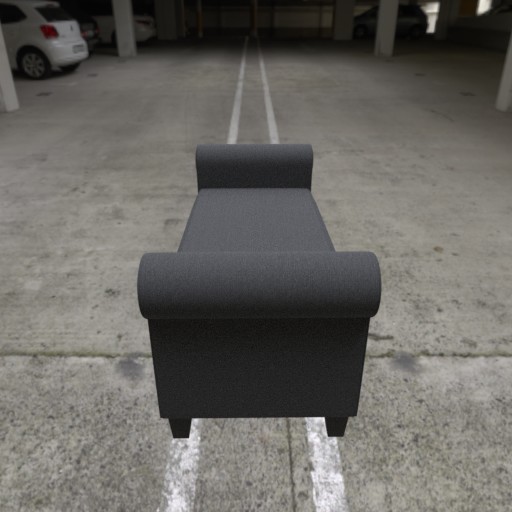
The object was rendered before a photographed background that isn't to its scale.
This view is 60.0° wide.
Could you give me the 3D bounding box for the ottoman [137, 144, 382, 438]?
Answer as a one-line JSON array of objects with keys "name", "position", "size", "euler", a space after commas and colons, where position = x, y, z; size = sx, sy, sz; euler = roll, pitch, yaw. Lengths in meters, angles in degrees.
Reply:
[{"name": "ottoman", "position": [0.000, 0.000, 1.565], "size": [0.521, 0.547, 1.256], "euler": [0, 26, -1]}]
